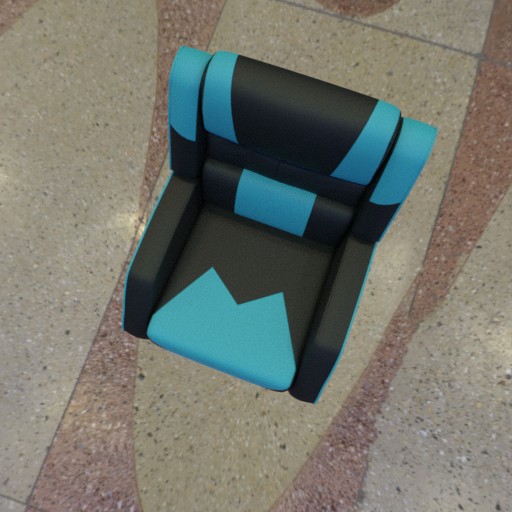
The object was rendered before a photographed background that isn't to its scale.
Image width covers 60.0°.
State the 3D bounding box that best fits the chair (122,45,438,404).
[{"bbox_3d":[0.000,0.000,1.265,0.620,0.805,0.672,20,77,5],"label":"chair"}]
